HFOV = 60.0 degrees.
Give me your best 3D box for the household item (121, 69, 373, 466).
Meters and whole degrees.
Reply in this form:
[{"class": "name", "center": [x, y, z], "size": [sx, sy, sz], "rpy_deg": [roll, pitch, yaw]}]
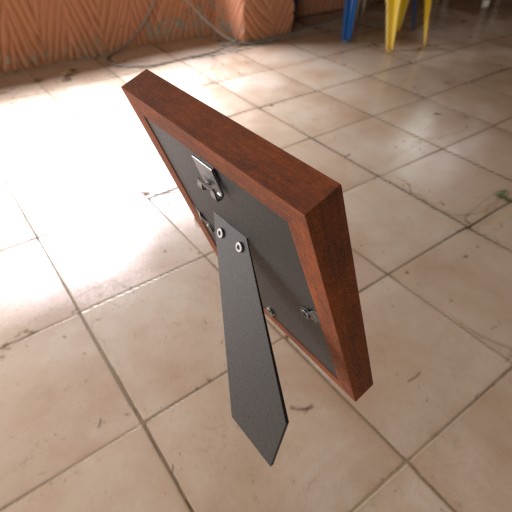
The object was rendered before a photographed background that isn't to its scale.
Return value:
[{"class": "household item", "center": [0.000, 0.000, 0.290], "size": [0.096, 0.204, 0.160], "rpy_deg": [-27, 48, -27]}]
